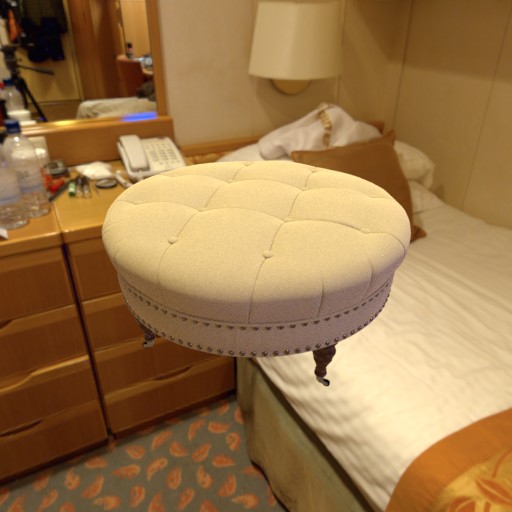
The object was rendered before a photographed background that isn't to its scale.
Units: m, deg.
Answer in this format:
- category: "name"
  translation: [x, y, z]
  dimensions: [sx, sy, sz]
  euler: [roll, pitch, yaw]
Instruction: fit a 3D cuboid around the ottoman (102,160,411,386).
- category: "ottoman"
  translation: [0.000, 0.000, 1.419]
  dimensions: [0.901, 0.439, 0.901]
  euler: [0, 29, 0]
